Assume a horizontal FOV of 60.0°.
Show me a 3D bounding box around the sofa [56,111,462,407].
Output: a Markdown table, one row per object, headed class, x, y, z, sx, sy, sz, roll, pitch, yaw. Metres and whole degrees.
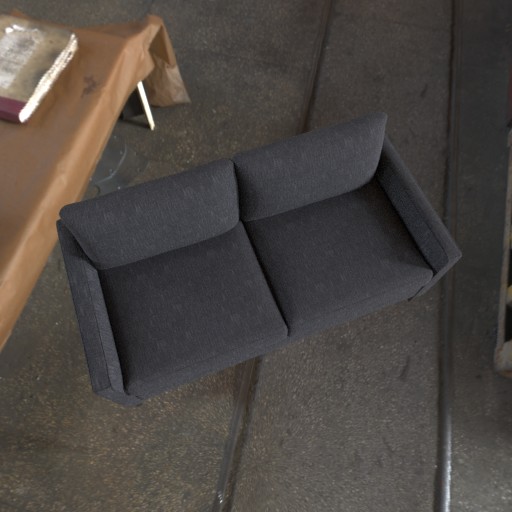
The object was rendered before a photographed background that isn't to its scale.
| class | x | y | z | sx | sy | sz | roll | pitch | yaw |
| --- | --- | --- | --- | --- | --- | --- | --- | --- | --- |
| sofa | 0.000 | 0.000 | 2.200 | 1.716 | 0.862 | 0.866 | -19 | 66 | -9 |
